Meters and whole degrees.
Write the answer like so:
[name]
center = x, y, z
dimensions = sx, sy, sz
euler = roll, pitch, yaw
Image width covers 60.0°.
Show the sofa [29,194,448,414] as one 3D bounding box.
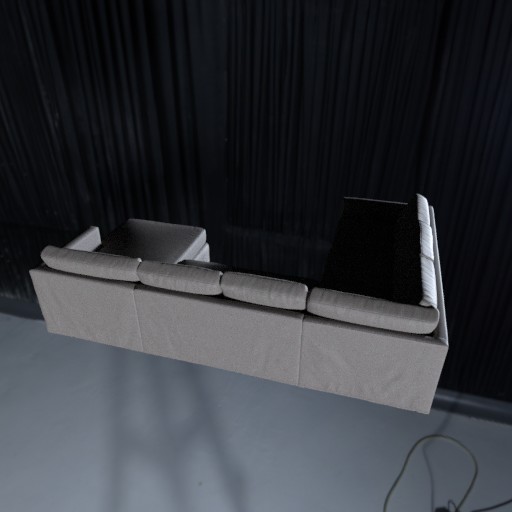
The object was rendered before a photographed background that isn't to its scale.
[sofa]
center = 0.000, 0.000, 4.552
dimensions = 3.460, 0.882, 2.427
euler = 9, 32, 14
